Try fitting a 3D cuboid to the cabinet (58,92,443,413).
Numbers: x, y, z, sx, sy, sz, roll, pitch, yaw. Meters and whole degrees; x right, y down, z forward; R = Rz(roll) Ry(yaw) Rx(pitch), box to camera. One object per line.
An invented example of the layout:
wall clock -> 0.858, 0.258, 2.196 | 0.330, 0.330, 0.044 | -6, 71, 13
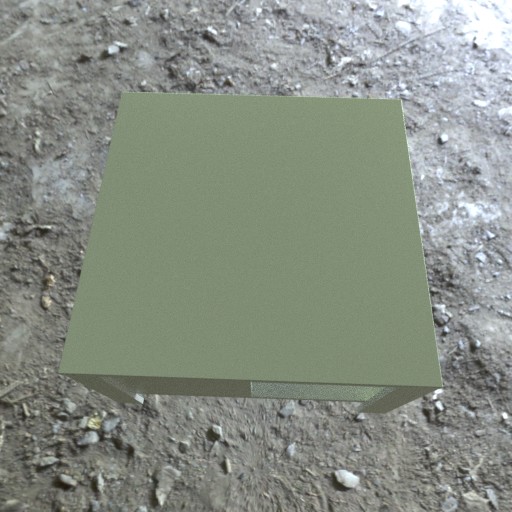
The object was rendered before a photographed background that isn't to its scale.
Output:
cabinet -> 0.000, 0.000, 1.300 | 0.800, 0.460, 0.800 | 2, 64, 1
